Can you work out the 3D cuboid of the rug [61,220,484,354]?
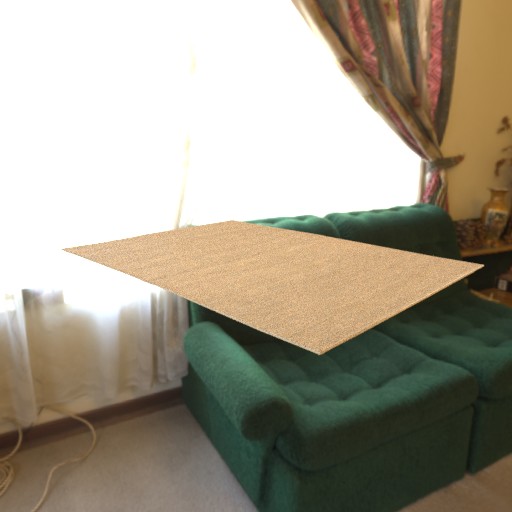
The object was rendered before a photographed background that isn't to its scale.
[{"bbox_3d":[0.000,0.000,2.878,1.624,0.030,2.264,-14,20,-43],"label":"rug"}]
